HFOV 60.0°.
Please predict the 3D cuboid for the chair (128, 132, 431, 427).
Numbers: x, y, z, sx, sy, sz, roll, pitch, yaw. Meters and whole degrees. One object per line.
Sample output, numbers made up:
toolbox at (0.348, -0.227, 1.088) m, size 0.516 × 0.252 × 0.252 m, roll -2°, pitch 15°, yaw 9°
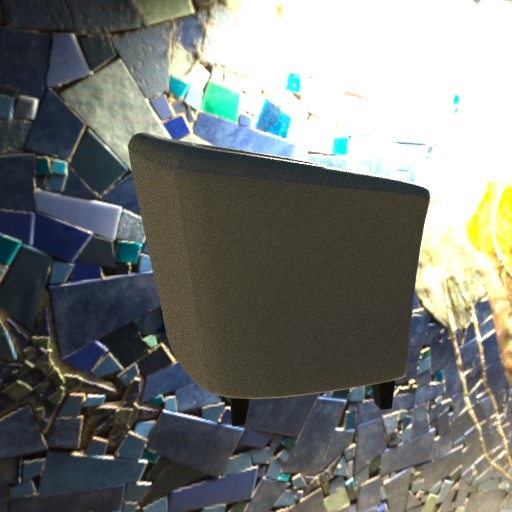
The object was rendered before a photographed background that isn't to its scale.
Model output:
chair at (0.000, 0.000, 1.409) m, size 0.727 × 0.756 × 0.792 m, roll -3°, pitch 16°, yaw -10°
